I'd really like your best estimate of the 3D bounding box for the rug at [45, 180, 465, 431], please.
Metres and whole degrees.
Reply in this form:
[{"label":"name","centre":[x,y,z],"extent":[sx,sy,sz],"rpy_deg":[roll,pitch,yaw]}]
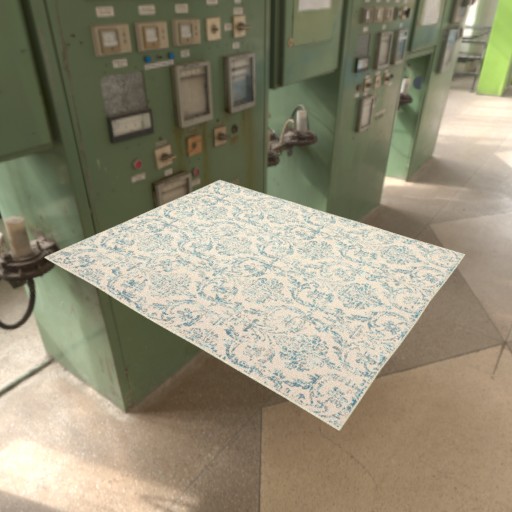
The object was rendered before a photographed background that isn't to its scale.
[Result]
[{"label":"rug","centre":[0.000,0.000,4.000],"extent":[2.980,0.012,2.363],"rpy_deg":[22,37,32]}]
